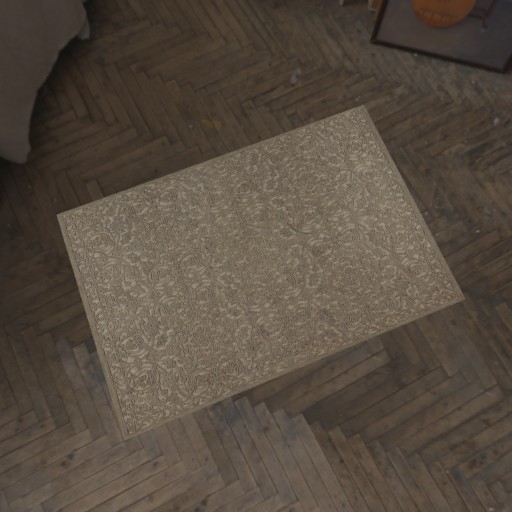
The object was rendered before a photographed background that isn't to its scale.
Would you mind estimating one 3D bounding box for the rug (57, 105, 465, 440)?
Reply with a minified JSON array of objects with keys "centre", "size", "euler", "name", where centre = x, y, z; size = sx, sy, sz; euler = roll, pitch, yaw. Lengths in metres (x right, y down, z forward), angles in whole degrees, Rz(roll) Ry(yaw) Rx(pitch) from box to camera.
[{"centre":[0.000,0.000,2.332],"size":[1.827,0.006,1.221],"euler":[-21,76,-5],"name":"rug"}]
